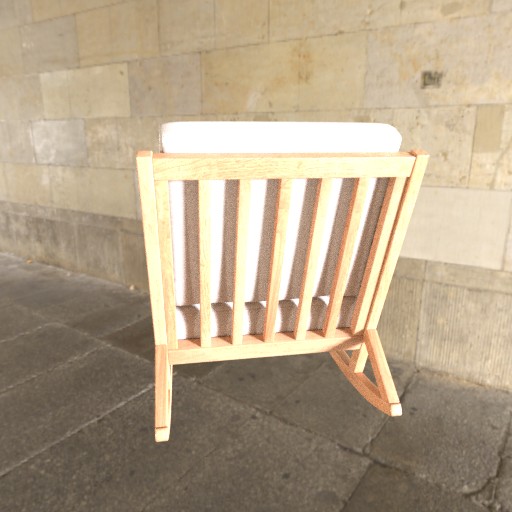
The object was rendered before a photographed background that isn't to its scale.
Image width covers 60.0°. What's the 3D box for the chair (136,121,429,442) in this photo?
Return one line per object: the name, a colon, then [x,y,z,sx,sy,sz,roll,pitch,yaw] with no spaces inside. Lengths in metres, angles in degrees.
chair: [0.000,0.000,1.405,0.622,0.790,0.857,-2,15,-9]
